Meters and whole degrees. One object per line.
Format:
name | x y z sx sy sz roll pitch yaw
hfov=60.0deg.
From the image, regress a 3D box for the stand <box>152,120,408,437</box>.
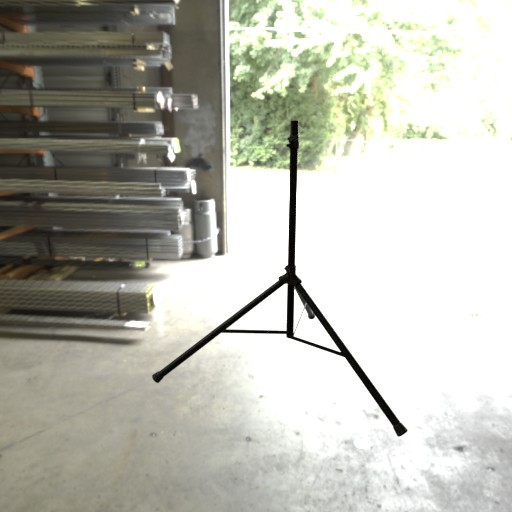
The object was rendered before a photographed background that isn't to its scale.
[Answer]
stand | 0.000 0.000 2.728 1.339 1.595 1.596 -3 16 -9
